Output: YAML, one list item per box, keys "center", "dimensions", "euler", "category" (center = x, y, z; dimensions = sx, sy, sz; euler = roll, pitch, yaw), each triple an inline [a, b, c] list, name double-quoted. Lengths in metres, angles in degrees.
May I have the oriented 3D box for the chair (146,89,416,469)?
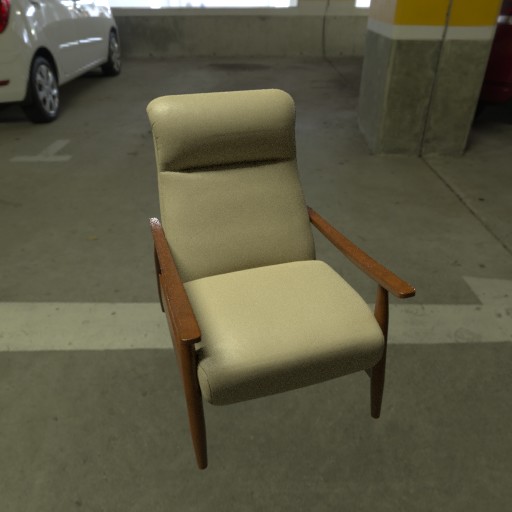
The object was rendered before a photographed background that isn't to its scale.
- center: [0.000, 0.000, 1.772]
  dimensions: [0.762, 1.082, 1.014]
  euler: [-10, 32, -15]
  category: "chair"
